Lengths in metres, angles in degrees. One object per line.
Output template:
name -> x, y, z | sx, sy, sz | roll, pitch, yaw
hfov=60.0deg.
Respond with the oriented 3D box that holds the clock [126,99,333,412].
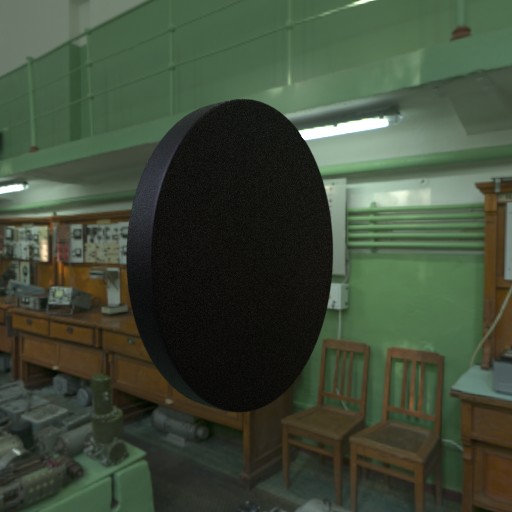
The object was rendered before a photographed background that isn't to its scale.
clock -> 0.000, 0.000, 0.468 | 0.029, 0.314, 0.314 | 1, 2, 35
